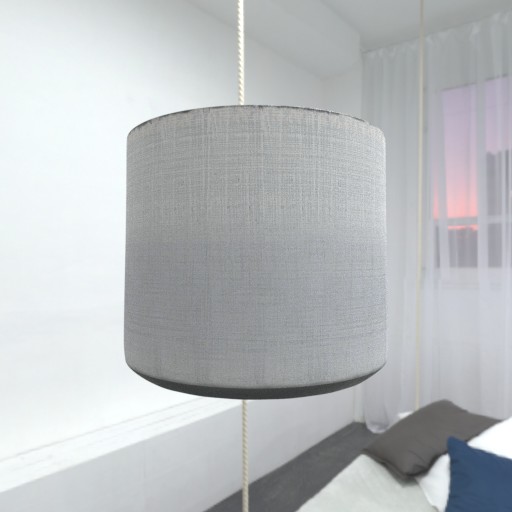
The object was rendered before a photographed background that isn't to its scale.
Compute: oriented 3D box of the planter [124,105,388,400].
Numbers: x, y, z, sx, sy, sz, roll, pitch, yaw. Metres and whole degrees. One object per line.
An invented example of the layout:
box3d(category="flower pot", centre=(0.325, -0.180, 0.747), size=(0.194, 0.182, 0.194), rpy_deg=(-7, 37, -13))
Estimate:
box3d(category="planter", centre=(0.000, 0.000, 0.444), size=(0.254, 0.221, 0.254), rpy_deg=(0, 0, 0))
